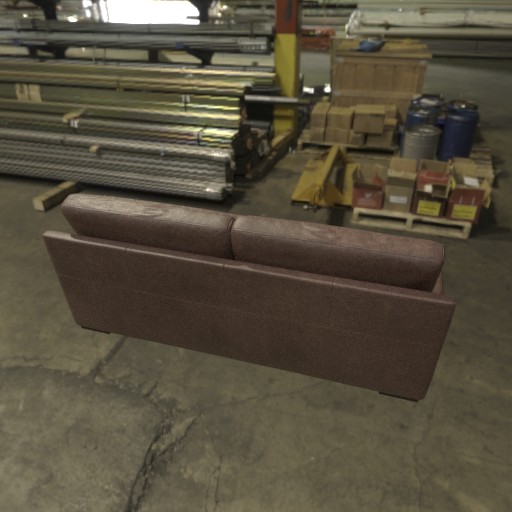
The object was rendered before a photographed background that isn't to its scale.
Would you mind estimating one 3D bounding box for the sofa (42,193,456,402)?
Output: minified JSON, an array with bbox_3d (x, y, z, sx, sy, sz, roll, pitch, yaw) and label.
[{"bbox_3d":[0.000,0.000,2.822,2.261,0.941,1.143,9,33,14],"label":"sofa"}]
